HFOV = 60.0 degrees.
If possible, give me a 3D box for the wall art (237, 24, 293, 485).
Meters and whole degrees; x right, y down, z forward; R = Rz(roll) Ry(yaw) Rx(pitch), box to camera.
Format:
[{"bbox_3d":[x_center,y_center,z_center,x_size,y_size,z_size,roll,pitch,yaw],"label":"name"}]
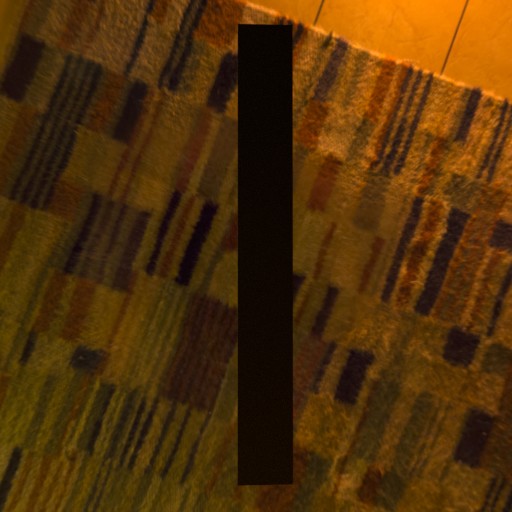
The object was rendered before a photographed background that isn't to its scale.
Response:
[{"bbox_3d":[0.000,0.000,0.444,0.037,0.303,0.304,0,89,-2],"label":"wall art"}]
